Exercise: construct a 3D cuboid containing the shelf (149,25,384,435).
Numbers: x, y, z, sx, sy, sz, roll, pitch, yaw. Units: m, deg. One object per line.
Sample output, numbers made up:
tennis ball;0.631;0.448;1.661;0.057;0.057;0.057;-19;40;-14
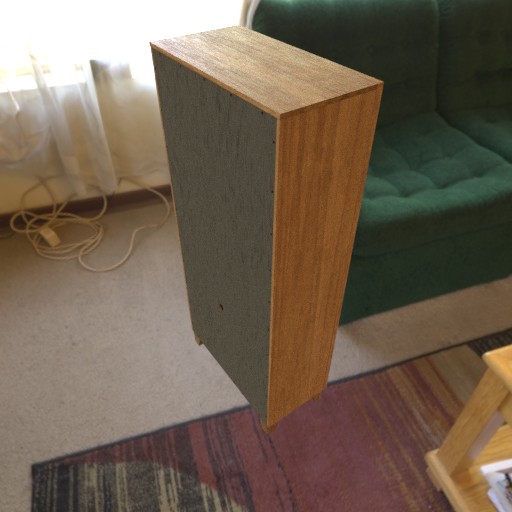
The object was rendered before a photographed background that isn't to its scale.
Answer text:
shelf;0.000;0.000;2.271;0.453;1.930;0.864;-25;47;-26
